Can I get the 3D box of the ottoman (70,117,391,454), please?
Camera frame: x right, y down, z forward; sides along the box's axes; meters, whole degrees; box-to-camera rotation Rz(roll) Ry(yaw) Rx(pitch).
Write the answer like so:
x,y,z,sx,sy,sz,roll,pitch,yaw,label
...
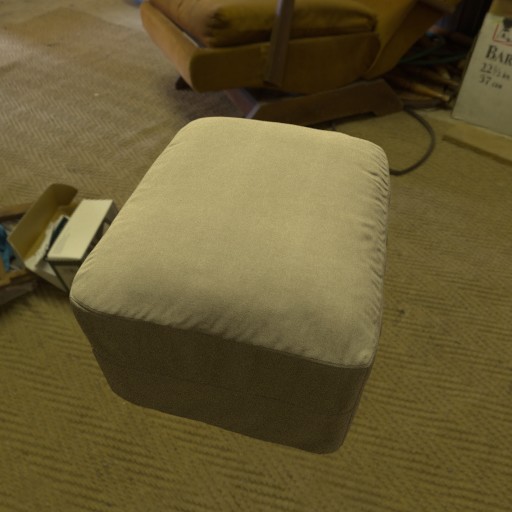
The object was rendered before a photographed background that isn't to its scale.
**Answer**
x,y,z,sx,sy,sz,roll,pitch,yaw,label
0.000,0.000,1.074,0.584,0.480,0.712,10,47,10,ottoman
